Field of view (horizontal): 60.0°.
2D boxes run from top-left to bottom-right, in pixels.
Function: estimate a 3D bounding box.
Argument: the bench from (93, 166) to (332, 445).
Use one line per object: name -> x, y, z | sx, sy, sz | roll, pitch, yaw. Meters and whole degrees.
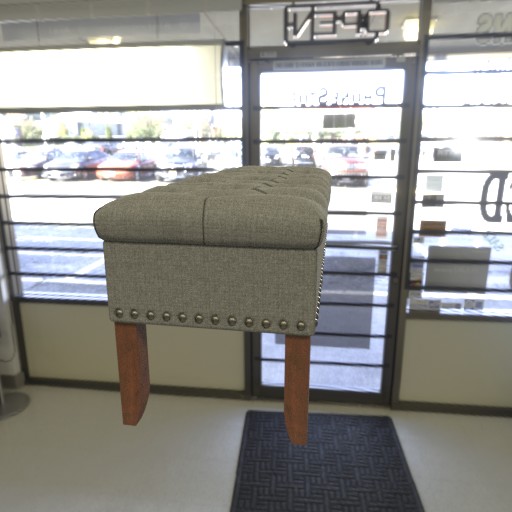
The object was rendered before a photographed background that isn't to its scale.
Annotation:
bench -> 0.000, 0.000, 1.298 | 0.417, 0.470, 1.052 | 3, 15, 10
